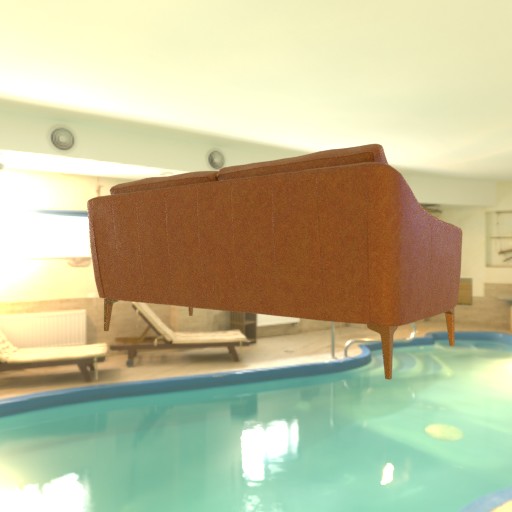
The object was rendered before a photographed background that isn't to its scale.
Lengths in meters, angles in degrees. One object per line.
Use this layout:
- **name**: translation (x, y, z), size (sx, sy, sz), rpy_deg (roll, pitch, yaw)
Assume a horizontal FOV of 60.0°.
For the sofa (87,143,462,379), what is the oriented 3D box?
- **sofa**: translation (0.000, 0.000, 2.548), size (2.036, 0.945, 0.981), rpy_deg (0, 0, 36)
